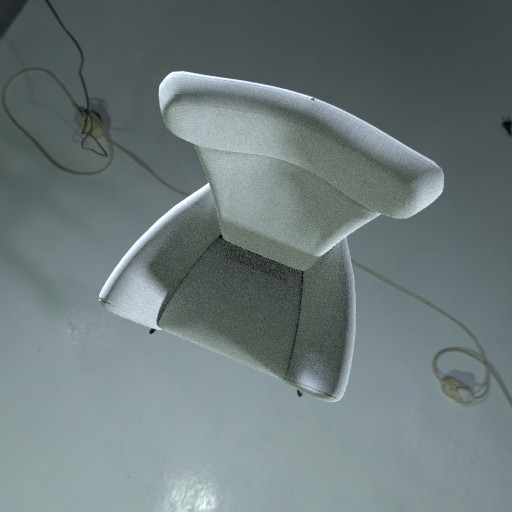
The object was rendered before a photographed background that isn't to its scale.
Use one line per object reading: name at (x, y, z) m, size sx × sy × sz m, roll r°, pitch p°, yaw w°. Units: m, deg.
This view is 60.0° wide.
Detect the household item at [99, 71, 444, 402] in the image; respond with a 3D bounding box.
household item at (0.000, 0.000, 1.756) m, size 0.980 × 1.050 × 0.900 m, roll 21°, pitch 77°, yaw 5°
